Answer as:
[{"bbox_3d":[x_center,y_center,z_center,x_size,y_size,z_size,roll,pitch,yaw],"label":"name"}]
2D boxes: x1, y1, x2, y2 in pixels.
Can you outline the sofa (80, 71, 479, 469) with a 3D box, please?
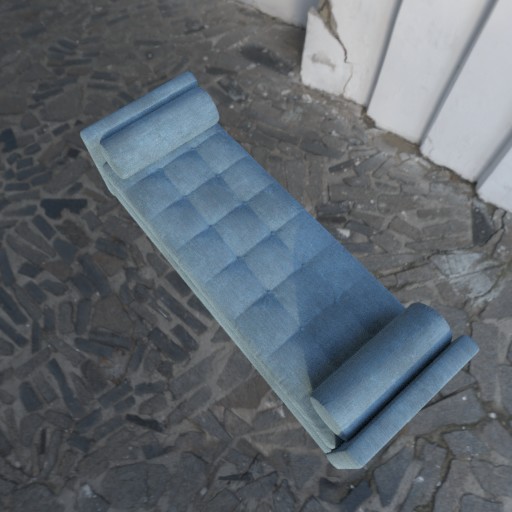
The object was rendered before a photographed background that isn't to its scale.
[{"bbox_3d":[0.000,0.000,2.252,0.686,0.635,1.981,-37,70,-16],"label":"sofa"}]
